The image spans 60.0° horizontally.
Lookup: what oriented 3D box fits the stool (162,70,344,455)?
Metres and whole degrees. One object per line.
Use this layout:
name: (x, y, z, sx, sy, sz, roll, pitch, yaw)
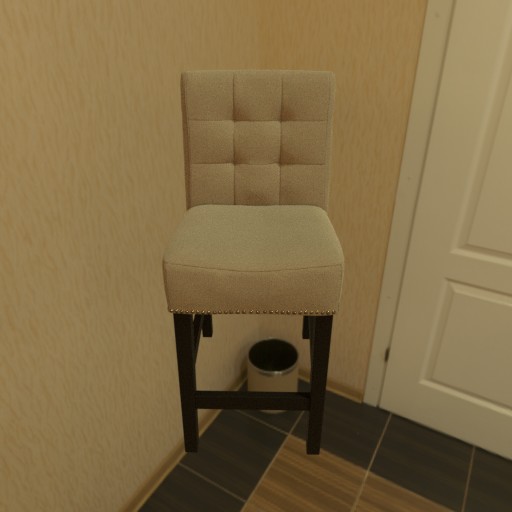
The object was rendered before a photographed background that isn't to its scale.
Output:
stool: (0.000, 0.000, 1.207, 0.427, 0.885, 0.571, 1, 29, 1)
